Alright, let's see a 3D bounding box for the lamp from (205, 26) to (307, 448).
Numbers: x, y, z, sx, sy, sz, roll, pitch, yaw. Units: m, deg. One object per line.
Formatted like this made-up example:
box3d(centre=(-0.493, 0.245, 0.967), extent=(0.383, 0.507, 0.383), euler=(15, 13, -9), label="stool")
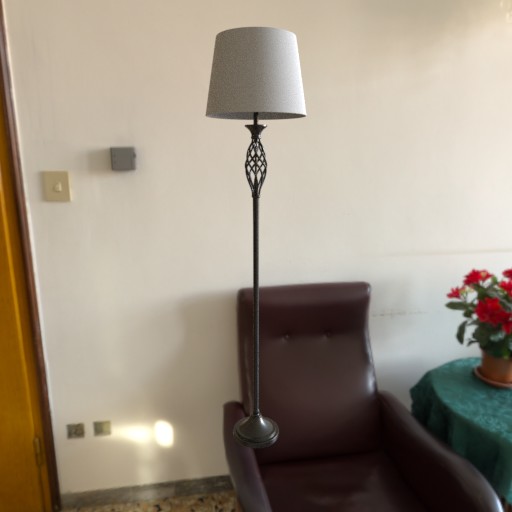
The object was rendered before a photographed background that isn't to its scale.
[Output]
box3d(centre=(0.000, 0.000, 1.789), extent=(0.379, 1.623, 0.379), euler=(0, 13, 0), label="lamp")
